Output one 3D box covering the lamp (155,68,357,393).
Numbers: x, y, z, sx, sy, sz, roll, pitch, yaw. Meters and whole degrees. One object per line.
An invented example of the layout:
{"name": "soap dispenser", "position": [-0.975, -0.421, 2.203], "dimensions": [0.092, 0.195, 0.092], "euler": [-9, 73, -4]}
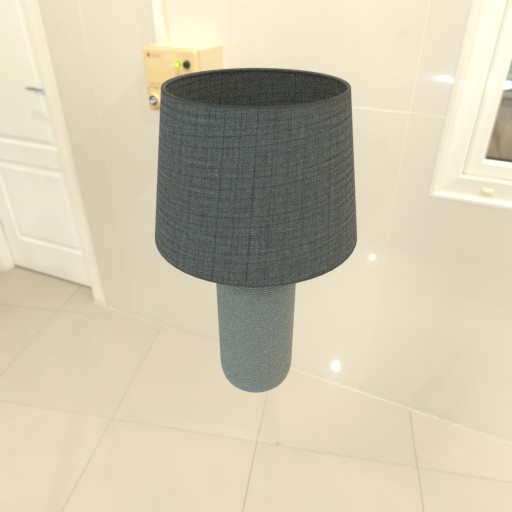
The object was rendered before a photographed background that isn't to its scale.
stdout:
{"name": "lamp", "position": [0.000, 0.000, 0.582], "dimensions": [0.251, 0.429, 0.251], "euler": [0, 32, 0]}
